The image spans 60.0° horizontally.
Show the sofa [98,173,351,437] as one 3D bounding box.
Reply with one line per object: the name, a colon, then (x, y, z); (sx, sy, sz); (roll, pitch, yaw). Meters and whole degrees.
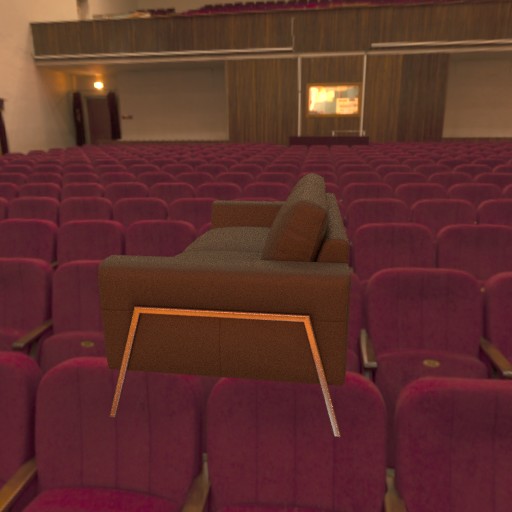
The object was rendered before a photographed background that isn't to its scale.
sofa: (0.000, 0.000, 2.596); (0.953, 0.875, 2.017); (2, 14, 8)
